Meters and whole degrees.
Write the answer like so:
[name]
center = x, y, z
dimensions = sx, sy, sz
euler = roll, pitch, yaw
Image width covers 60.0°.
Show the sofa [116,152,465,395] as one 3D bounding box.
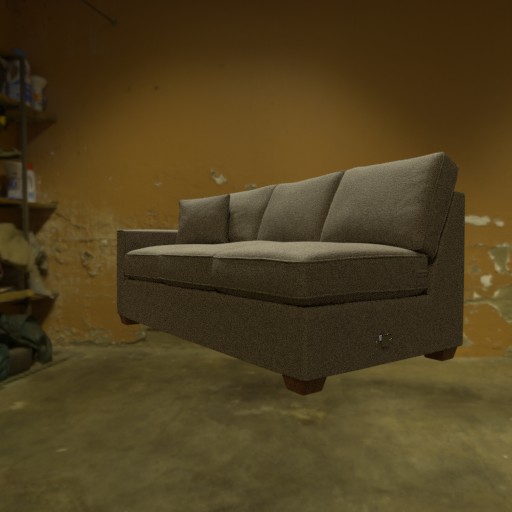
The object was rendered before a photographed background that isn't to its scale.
[sofa]
center = 0.000, 0.000, 2.543
dimensions = 1.034, 0.946, 1.963
euler = -1, 1, -36
